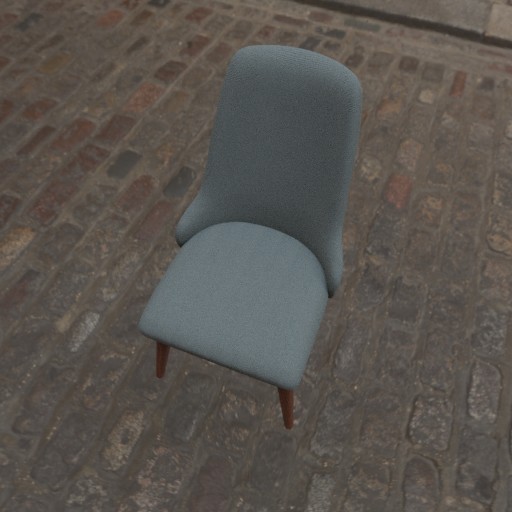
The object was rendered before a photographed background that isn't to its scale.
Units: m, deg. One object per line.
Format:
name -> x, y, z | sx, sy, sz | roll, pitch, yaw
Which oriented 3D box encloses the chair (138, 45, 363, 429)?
chair -> 0.000, 0.000, 1.330 | 0.535, 0.918, 0.707 | 19, 61, 11
